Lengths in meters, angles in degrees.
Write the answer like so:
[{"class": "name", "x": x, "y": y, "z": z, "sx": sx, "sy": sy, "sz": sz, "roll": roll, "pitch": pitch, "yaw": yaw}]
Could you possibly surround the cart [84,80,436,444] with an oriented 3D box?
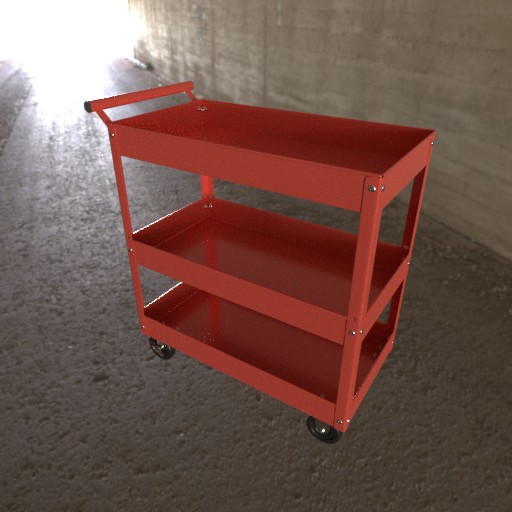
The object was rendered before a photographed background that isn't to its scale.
[{"class": "cart", "x": 0.000, "y": 0.000, "z": 1.181, "sx": 0.719, "sy": 0.780, "sz": 0.366, "roll": 18, "pitch": 34, "yaw": 28}]
